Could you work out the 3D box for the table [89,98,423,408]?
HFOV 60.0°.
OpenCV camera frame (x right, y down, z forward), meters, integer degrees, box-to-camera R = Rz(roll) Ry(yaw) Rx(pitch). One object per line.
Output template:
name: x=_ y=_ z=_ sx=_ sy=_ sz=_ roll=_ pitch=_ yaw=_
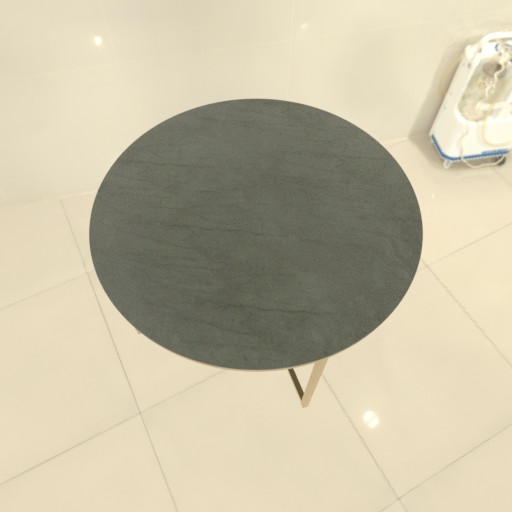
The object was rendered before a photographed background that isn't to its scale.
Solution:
table: x=0.000 y=0.000 z=1.274 sx=0.800 sy=0.450 sz=0.800 roll=0 pitch=59 yaw=0
